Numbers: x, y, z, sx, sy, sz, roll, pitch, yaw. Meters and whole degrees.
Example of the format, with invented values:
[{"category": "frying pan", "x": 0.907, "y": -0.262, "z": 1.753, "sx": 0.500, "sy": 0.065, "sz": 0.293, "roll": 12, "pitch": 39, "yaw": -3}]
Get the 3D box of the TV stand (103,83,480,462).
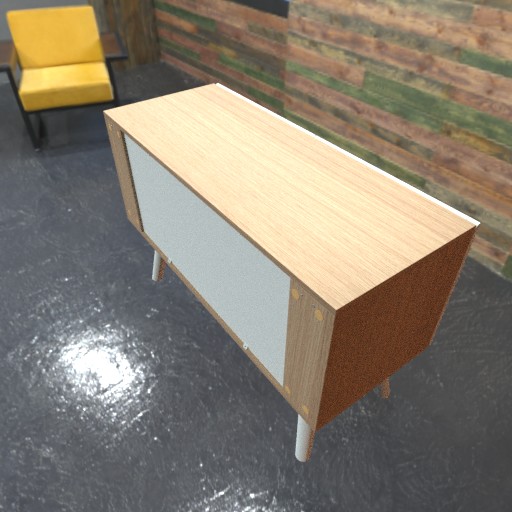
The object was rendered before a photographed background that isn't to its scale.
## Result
[{"category": "TV stand", "x": 0.000, "y": 0.000, "z": 1.326, "sx": 0.407, "sy": 0.660, "sz": 0.991, "roll": -26, "pitch": 47, "yaw": -27}]
